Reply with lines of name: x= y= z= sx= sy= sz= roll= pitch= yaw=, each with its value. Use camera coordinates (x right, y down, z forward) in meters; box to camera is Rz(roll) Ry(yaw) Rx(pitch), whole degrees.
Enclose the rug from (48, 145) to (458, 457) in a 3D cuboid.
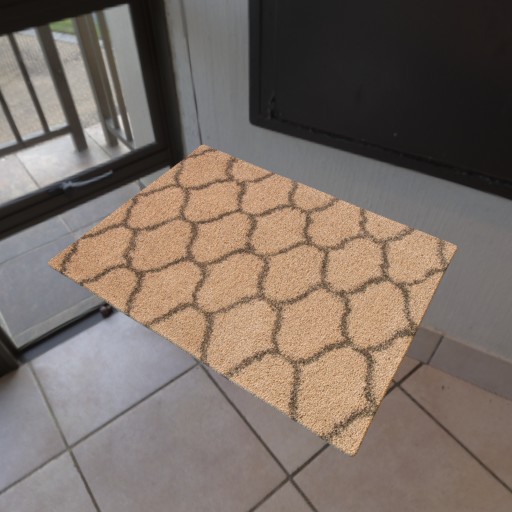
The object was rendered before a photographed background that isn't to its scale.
rug: x=0.000 y=0.000 z=2.149 sx=1.600 sy=0.025 sz=1.200 roll=26 pitch=53 yaw=22
